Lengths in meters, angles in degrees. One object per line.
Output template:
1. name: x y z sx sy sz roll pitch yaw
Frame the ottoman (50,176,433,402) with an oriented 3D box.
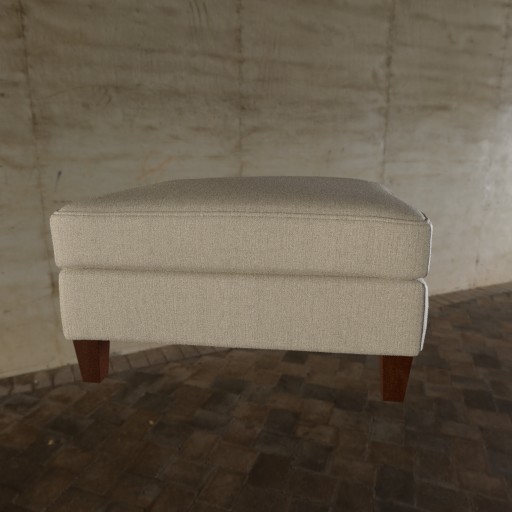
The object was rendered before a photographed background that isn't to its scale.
1. ottoman: 0.000 0.000 1.354 0.838 0.478 0.838 2 14 7
